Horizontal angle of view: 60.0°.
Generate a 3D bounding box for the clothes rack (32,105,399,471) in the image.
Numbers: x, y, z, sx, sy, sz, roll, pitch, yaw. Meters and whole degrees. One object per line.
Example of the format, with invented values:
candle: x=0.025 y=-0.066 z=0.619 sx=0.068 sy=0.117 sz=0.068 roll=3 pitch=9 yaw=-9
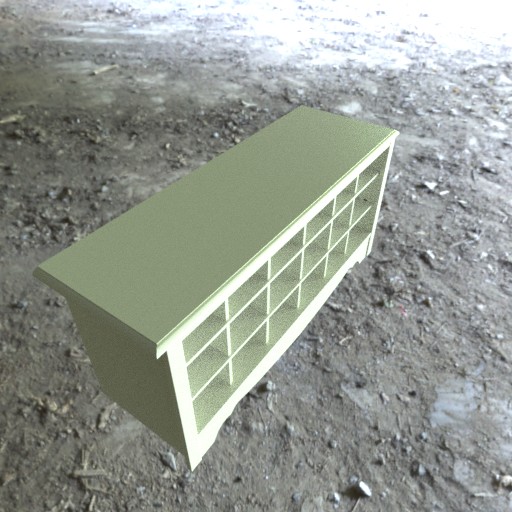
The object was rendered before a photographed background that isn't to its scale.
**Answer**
clothes rack: x=0.000 y=0.000 z=1.486 sx=0.405 sy=0.558 sz=1.218 roll=25 pitch=46 yaw=26
